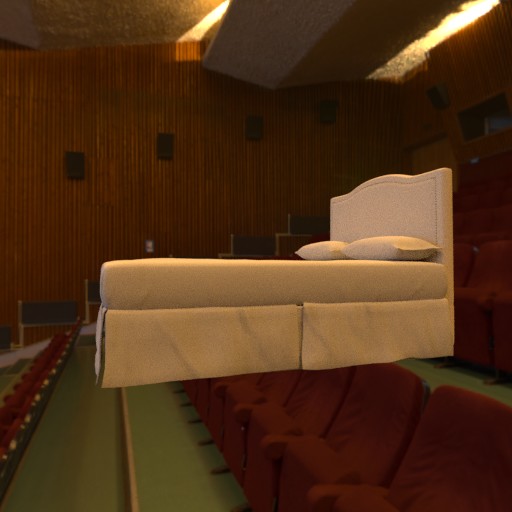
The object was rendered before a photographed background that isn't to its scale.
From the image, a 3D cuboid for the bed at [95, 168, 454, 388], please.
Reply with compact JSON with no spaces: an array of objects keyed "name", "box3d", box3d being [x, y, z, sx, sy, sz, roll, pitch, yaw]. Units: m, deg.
[{"name":"bed","box3d":[0.000,0.000,3.636,2.477,1.437,1.977,0,-1,-19]}]
